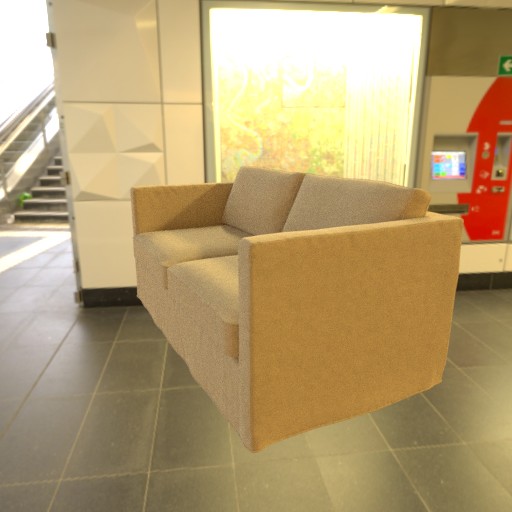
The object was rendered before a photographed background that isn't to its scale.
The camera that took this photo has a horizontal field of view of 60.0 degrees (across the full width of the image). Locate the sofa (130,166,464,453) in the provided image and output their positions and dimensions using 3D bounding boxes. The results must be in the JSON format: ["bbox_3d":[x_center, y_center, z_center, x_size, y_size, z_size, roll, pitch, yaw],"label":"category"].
[{"bbox_3d":[0.000,0.000,2.285,0.962,0.835,1.719,-8,17,-26],"label":"sofa"}]
